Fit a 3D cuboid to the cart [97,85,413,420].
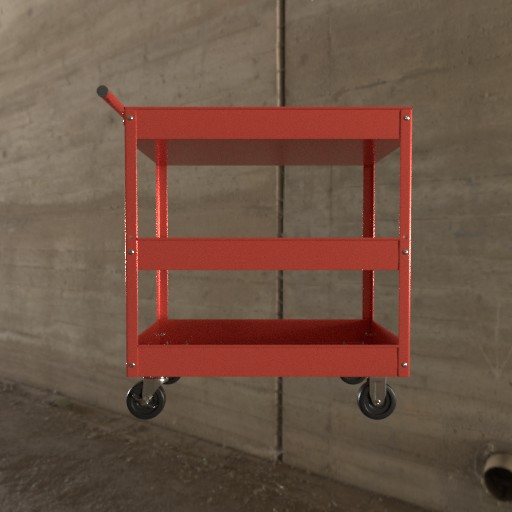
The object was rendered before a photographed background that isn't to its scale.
[{"bbox_3d":[0.000,0.000,1.191,0.719,0.780,0.366,0,2,0],"label":"cart"}]
